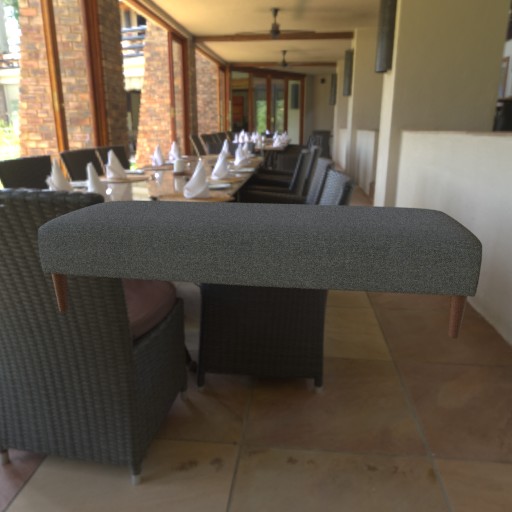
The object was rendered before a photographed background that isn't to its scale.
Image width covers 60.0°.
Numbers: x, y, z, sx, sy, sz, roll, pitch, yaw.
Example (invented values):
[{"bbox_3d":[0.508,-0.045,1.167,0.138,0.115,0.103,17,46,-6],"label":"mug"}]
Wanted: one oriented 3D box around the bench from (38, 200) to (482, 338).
[{"bbox_3d":[0.000,0.000,1.875,1.598,0.384,0.631,3,16,9],"label":"bench"}]
